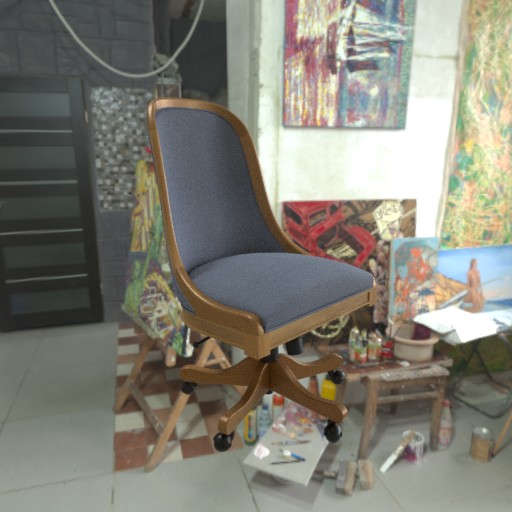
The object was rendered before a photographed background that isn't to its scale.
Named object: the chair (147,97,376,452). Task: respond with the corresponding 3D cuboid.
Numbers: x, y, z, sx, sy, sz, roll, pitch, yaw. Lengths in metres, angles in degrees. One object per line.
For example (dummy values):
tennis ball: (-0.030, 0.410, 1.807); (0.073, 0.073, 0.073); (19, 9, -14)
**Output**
chair: (0.000, 0.000, 1.457); (0.735, 1.031, 0.605); (13, 19, 43)
